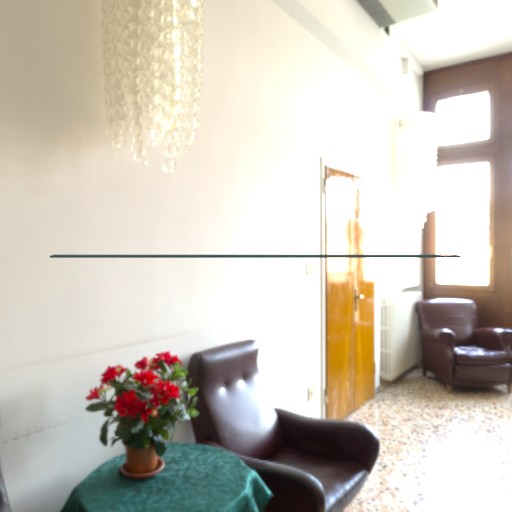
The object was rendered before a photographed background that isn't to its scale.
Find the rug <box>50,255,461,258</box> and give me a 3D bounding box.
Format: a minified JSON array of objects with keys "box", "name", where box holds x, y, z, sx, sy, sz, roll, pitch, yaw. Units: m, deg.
[{"box":[0.000,0.000,4.005,2.350,0.018,2.964,0,0,0],"name":"rug"}]
